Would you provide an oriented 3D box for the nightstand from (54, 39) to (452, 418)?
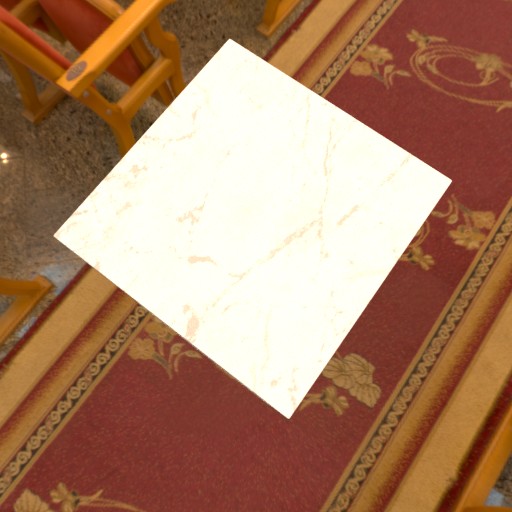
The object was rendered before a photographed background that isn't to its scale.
[{"bbox_3d":[0.000,0.000,0.897,0.455,0.554,0.455,36,78,8],"label":"nightstand"}]
